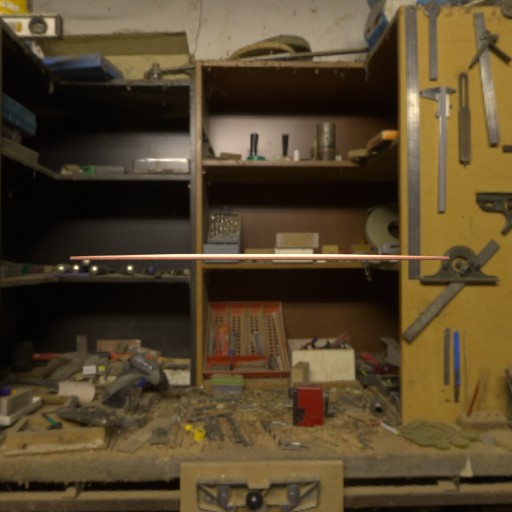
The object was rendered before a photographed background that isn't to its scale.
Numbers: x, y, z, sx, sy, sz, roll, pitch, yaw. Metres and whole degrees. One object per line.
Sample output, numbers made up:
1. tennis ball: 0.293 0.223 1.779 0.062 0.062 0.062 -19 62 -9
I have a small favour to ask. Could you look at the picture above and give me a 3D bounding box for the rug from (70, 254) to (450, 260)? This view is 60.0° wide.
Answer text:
1. rug: 0.000 0.000 2.991 1.524 0.014 2.438 0 0 -1
